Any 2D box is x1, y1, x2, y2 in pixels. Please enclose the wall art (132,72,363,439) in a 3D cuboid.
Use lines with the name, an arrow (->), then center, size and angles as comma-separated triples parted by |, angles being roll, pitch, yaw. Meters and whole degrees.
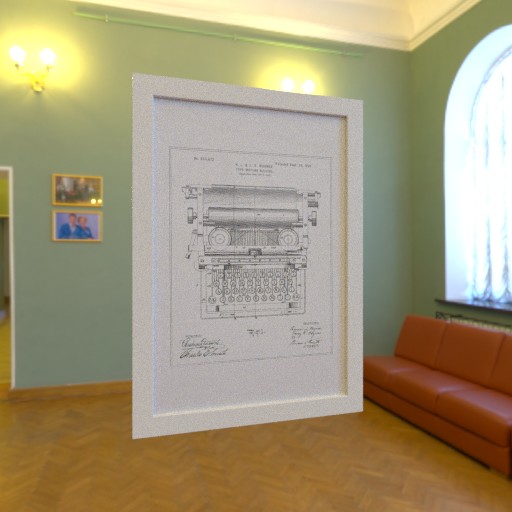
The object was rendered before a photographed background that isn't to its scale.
wall art -> 0.000, 0.000, 0.708 | 0.381, 0.533, 0.013 | 0, 0, -18
